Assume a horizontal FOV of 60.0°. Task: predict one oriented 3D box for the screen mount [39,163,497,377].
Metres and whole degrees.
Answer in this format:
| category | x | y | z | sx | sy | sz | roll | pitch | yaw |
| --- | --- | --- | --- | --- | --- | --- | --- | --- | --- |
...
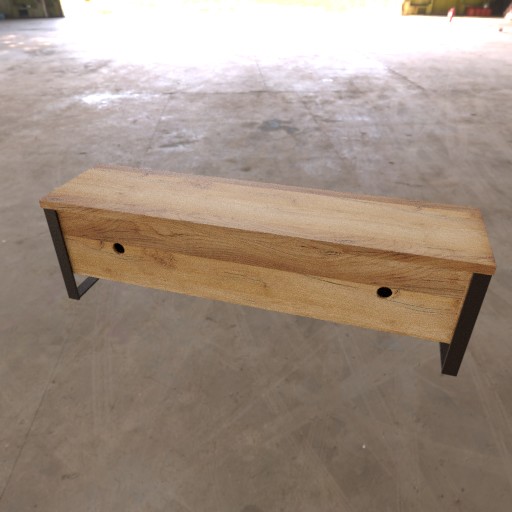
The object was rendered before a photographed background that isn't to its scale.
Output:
| category | x | y | z | sx | sy | sz | roll | pitch | yaw |
| --- | --- | --- | --- | --- | --- | --- | --- | --- | --- |
| screen mount | 0.000 | 0.000 | 1.704 | 1.524 | 0.450 | 0.395 | 9 | 34 | 14 |
